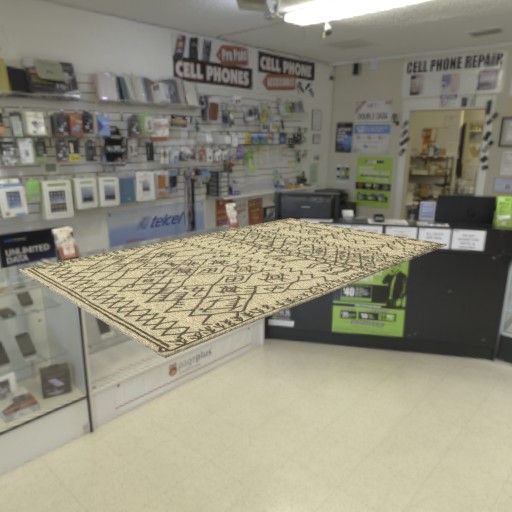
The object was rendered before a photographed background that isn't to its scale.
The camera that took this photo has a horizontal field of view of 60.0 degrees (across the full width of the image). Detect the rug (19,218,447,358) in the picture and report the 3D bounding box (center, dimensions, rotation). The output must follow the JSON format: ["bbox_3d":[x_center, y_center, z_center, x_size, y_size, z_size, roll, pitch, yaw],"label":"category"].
[{"bbox_3d":[0.000,0.000,2.933,1.530,0.012,2.444,14,21,43],"label":"rug"}]
